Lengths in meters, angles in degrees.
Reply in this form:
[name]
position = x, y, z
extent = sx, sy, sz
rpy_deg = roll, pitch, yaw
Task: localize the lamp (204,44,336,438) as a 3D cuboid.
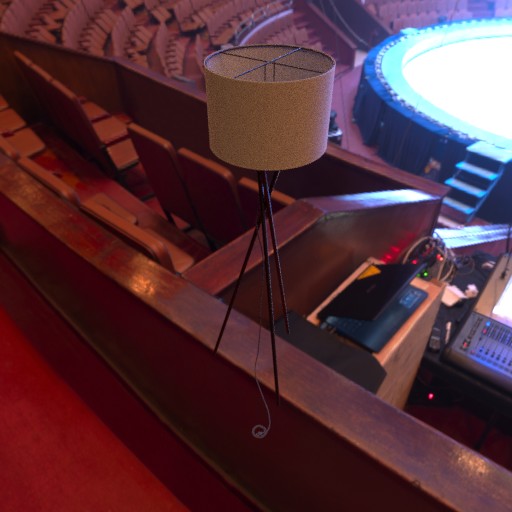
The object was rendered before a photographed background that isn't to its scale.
[lamp]
position = 0.000, 0.000, 1.955
extent = 0.522, 1.624, 0.667
rpy_deg = 23, 45, 26
